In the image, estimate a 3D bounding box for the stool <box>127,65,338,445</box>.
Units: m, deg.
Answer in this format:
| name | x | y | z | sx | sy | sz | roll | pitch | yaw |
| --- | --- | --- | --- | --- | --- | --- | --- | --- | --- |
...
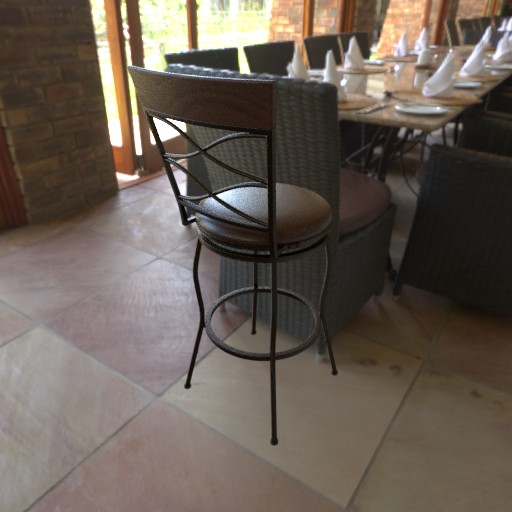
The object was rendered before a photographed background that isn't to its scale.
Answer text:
| name | x | y | z | sx | sy | sz | roll | pitch | yaw |
| --- | --- | --- | --- | --- | --- | --- | --- | --- | --- |
| stool | 0.000 | 0.000 | 1.414 | 0.448 | 1.130 | 0.513 | 21 | 35 | 33 |
